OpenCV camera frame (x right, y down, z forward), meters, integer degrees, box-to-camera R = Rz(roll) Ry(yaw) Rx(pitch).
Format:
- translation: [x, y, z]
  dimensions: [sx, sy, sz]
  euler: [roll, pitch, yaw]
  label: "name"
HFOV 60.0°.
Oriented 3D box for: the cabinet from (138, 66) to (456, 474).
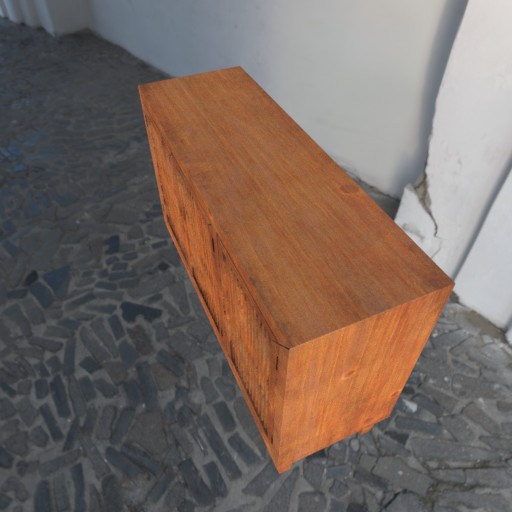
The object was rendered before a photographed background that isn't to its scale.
- translation: [0.000, 0.000, 1.566]
  dimensions: [0.403, 0.805, 1.204]
  euler: [-18, 49, -16]
  label: "cabinet"
